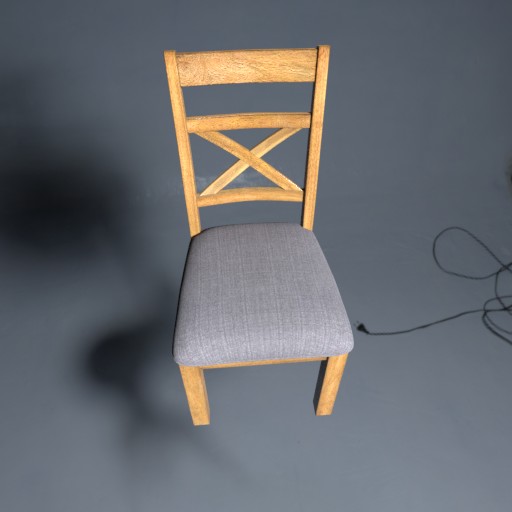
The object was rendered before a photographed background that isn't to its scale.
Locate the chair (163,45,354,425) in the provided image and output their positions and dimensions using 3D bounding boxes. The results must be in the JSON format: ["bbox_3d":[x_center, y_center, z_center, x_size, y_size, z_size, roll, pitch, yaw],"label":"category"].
[{"bbox_3d":[0.000,0.000,1.255,0.470,0.949,0.581,-3,47,-3],"label":"chair"}]
